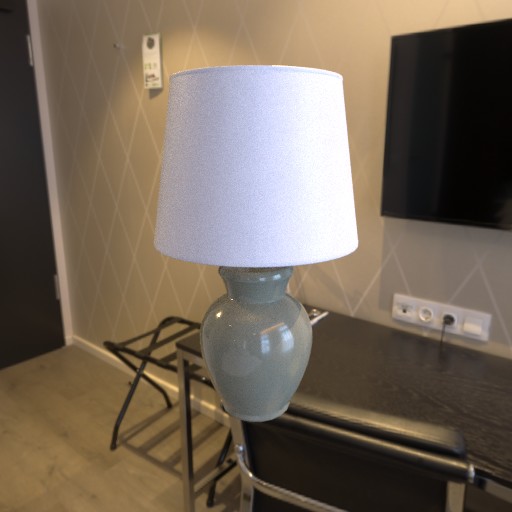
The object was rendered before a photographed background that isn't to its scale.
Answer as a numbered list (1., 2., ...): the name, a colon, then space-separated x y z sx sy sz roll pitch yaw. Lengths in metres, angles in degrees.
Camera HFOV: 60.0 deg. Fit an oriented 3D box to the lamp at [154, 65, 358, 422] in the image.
1. lamp: 0.000 0.000 0.536 0.239 0.399 0.239 0 14 0
